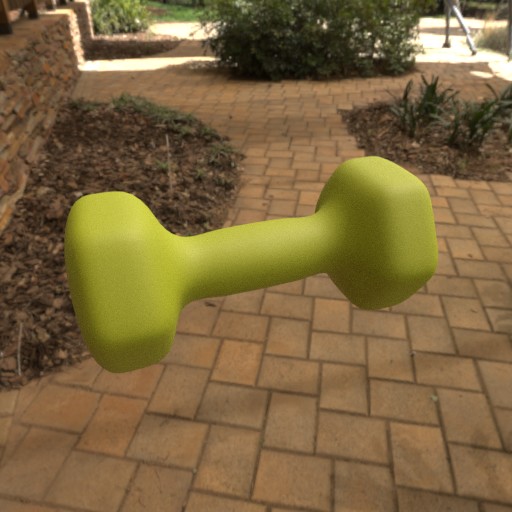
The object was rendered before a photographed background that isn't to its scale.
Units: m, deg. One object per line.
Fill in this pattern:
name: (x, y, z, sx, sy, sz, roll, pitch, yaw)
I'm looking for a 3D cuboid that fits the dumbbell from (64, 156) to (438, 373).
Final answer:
dumbbell: (0.000, 0.000, 0.210, 0.164, 0.072, 0.080, -11, 34, -16)
